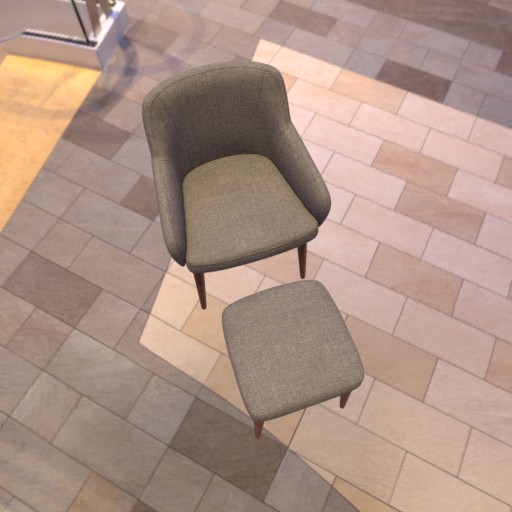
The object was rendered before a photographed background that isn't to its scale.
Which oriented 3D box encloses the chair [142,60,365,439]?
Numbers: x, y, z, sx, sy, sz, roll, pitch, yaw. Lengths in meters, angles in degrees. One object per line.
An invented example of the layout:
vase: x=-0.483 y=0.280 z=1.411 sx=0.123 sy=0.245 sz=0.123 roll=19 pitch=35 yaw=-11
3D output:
chair: x=0.000 y=0.000 z=1.597 sx=0.584 sy=0.799 sz=1.107 roll=-16 pitch=64 yaw=-8
